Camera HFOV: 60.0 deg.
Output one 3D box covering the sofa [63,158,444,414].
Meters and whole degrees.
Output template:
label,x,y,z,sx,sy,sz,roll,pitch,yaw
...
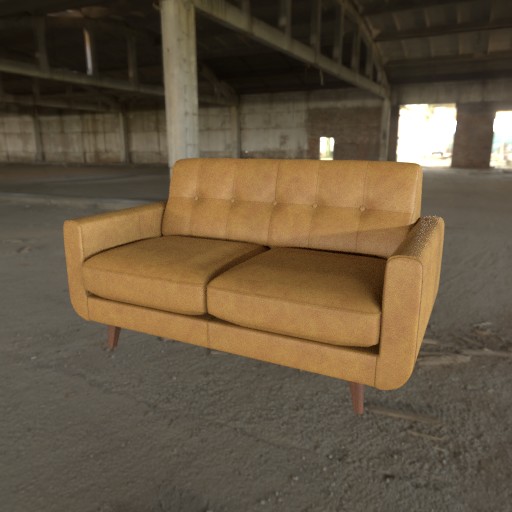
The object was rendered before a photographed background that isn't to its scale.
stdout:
label,x,y,z,sx,sy,sz,roll,pitch,yaw
sofa,0.000,0.000,2.202,1.651,0.925,0.952,7,16,26
